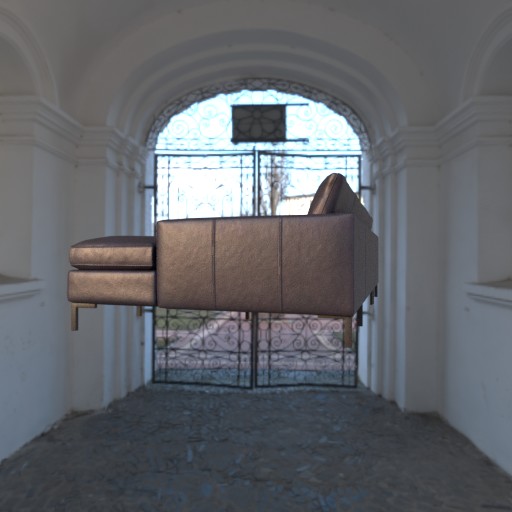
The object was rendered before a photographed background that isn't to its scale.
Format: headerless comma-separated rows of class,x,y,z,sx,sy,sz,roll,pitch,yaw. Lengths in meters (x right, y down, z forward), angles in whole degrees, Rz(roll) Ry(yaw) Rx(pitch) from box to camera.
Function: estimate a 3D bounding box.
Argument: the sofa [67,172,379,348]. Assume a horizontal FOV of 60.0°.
sofa,0.000,0.000,3.814,1.939,0.900,2.956,0,0,18
